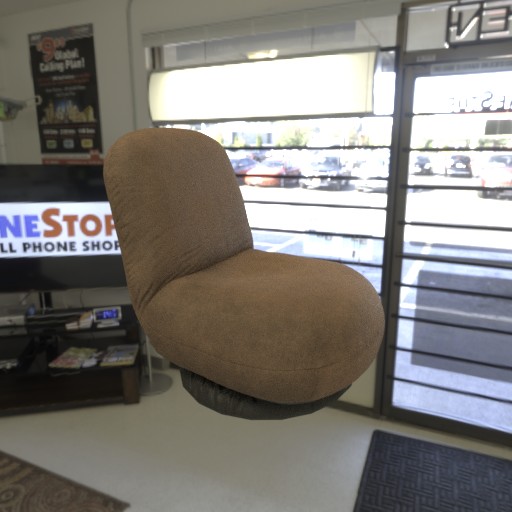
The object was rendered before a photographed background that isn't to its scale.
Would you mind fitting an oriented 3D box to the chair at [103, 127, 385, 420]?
[{"bbox_3d":[0.000,0.000,1.047,0.597,0.594,0.521,7,15,27],"label":"chair"}]
